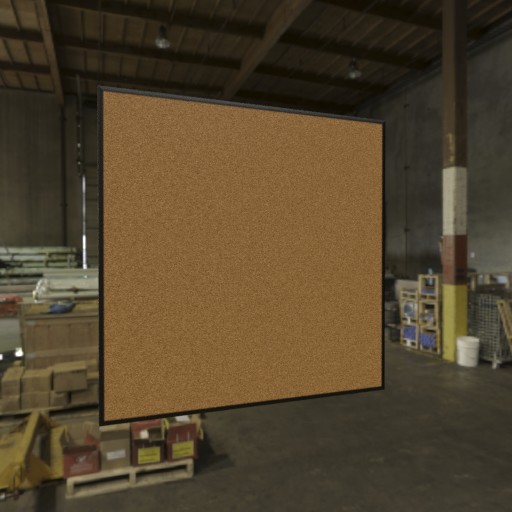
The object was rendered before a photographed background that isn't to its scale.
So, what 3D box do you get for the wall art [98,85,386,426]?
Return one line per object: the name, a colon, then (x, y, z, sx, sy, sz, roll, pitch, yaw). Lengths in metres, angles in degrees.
wall art: (0.000, 0.000, 1.148, 0.769, 0.766, 0.042, 0, 1, -20)
